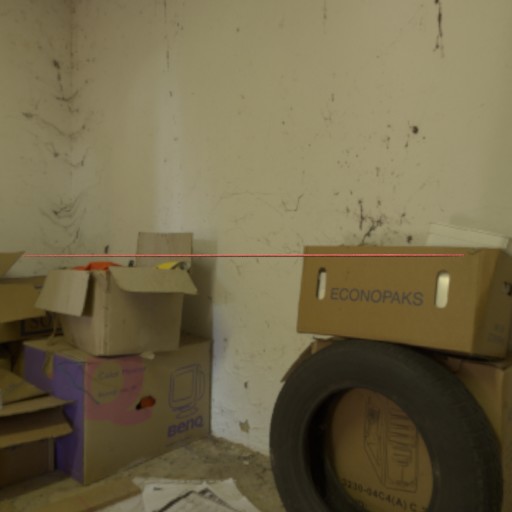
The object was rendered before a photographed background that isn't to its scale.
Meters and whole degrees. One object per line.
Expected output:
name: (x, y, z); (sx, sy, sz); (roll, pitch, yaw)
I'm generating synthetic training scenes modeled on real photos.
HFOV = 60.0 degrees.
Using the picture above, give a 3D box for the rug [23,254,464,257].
rug: (0.000, 0.000, 2.284); (1.814, 0.008, 1.209); (0, 0, 18)
